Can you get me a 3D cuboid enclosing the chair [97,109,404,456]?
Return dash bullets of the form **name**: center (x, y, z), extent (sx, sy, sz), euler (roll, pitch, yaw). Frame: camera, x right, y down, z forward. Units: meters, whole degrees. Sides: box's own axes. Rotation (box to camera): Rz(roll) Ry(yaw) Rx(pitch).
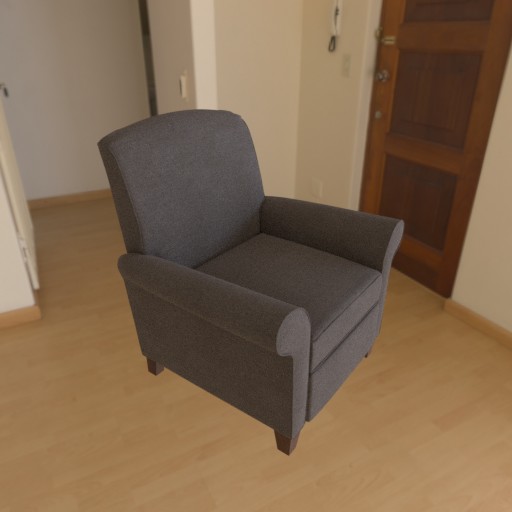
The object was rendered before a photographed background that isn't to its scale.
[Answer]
- **chair**: center (0.000, 0.000, 1.812), extent (0.905, 1.061, 0.978), euler (18, 32, 32)
